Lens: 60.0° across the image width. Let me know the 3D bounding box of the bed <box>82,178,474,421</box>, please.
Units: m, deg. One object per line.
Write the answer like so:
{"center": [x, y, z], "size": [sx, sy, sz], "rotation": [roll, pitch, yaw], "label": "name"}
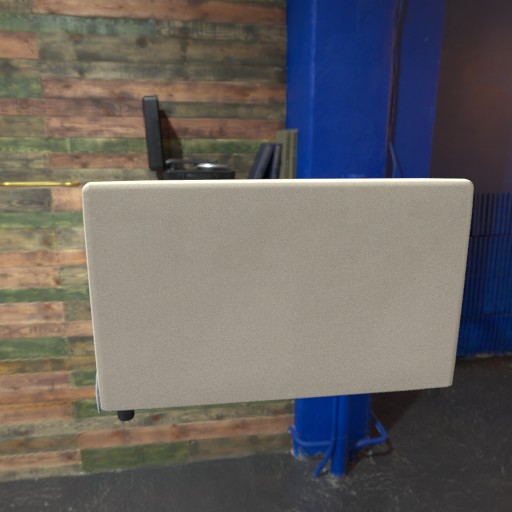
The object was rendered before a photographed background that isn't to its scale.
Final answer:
{"center": [0.000, 0.000, 3.486], "size": [2.119, 1.317, 2.319], "rotation": [-2, 13, -7], "label": "bed"}
